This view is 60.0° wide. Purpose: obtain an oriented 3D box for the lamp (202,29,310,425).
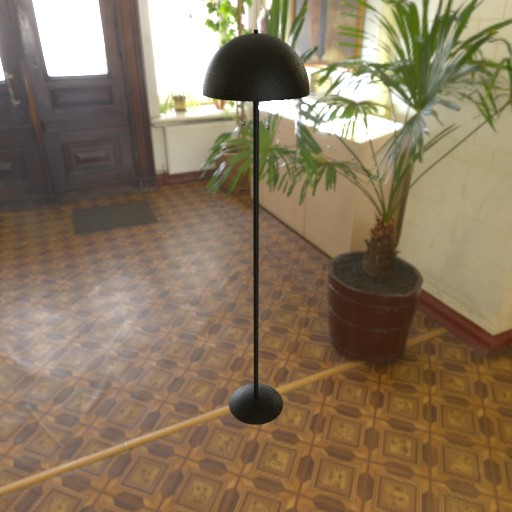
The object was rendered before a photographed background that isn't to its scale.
[{"bbox_3d":[0.000,0.000,1.626,0.328,1.480,0.328,9,29,16],"label":"lamp"}]
